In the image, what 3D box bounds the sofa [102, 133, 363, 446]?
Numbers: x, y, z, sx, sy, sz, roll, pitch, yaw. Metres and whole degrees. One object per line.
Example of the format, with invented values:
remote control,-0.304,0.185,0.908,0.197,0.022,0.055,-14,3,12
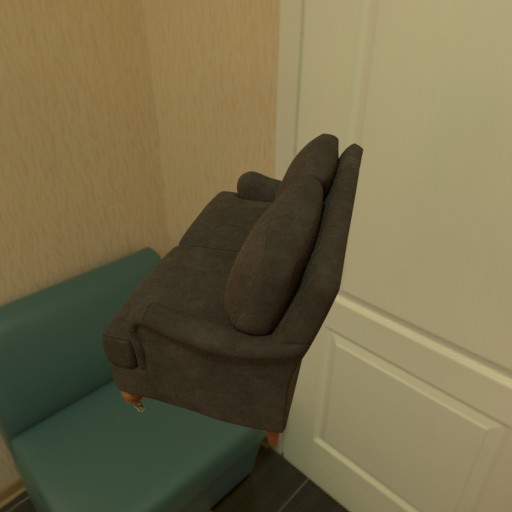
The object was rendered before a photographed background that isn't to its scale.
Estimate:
sofa,0.000,0.000,2.684,1.084,1.101,1.853,8,32,12
